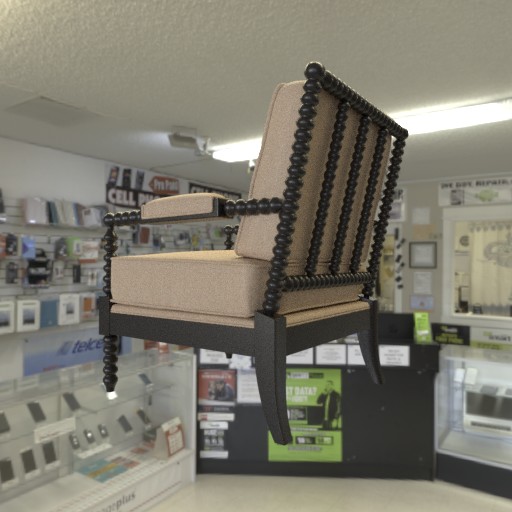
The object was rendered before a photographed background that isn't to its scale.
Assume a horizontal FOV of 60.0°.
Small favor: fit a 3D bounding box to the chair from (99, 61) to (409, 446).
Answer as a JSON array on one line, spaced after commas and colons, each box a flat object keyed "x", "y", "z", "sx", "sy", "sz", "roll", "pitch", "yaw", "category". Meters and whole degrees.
[{"x": 0.000, "y": 0.000, "z": 1.179, "sx": 0.657, "sy": 0.703, "sz": 0.555, "roll": 0, "pitch": -1, "yaw": 36, "category": "chair"}]
